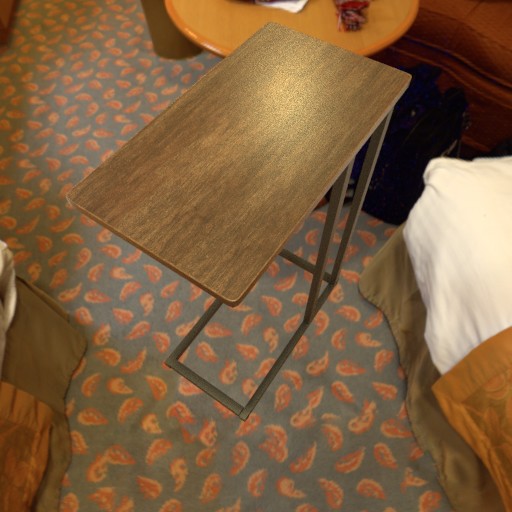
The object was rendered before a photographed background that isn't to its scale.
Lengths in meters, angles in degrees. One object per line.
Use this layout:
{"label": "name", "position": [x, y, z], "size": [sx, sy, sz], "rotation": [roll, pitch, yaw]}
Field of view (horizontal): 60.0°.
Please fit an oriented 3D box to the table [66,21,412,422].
{"label": "table", "position": [0.000, 0.000, 0.861], "size": [0.254, 0.637, 0.450], "rotation": [30, 63, 17]}
